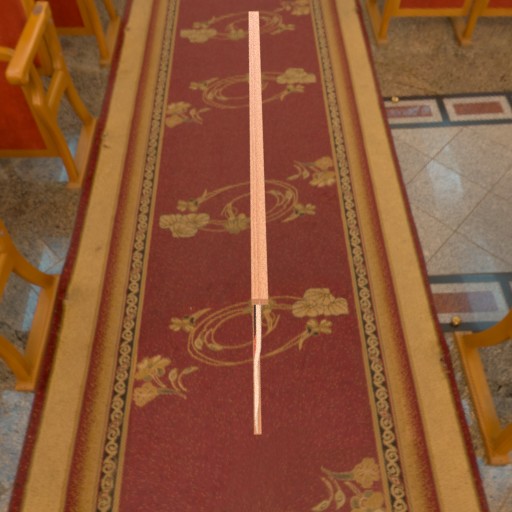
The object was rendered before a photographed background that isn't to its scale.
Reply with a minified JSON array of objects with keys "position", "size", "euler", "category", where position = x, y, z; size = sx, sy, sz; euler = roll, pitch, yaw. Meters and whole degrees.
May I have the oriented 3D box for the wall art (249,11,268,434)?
[{"position":[0.000,0.000,0.662],"size":[0.013,0.508,0.406],"euler":[-1,57,0],"category":"wall art"}]
